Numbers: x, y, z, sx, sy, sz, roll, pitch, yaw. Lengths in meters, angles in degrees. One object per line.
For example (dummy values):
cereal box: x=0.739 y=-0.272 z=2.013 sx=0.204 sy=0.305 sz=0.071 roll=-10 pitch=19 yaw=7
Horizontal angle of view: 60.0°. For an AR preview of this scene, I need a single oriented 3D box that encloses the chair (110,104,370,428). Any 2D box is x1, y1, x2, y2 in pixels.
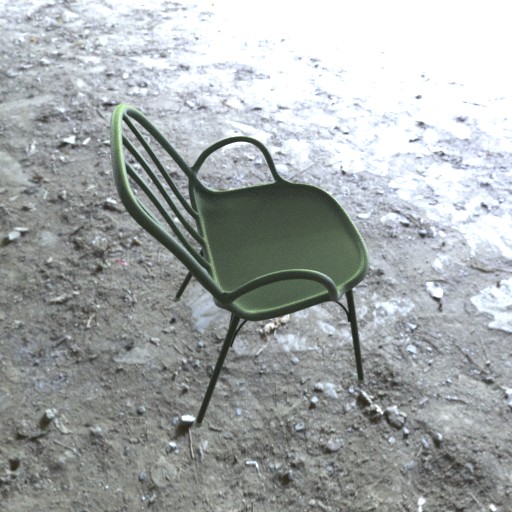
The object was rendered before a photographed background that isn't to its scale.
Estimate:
chair: x=0.000 y=0.000 z=1.217 sx=0.597 sy=0.816 sz=0.549 roll=-10 pitch=47 yaw=-10
